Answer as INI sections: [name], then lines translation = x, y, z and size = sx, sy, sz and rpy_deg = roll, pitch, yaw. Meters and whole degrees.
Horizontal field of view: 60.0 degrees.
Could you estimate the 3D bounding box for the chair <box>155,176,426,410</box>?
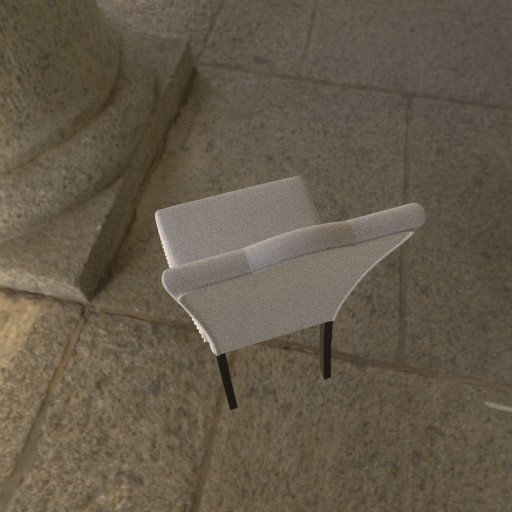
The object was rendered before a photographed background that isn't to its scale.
[chair]
translation = 0.000, 0.000, 1.289
size = 0.518, 0.946, 0.589
rpy_deg = -15, 60, -9
